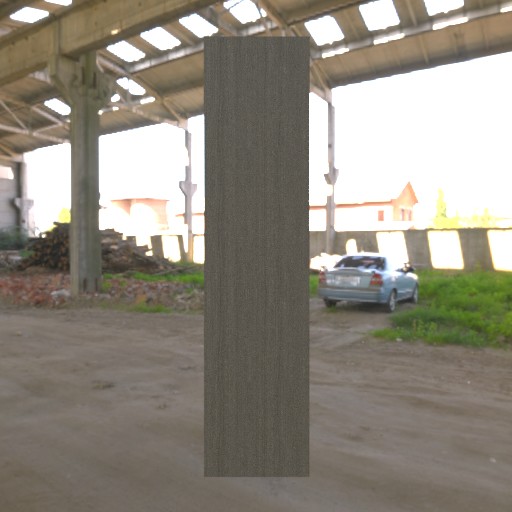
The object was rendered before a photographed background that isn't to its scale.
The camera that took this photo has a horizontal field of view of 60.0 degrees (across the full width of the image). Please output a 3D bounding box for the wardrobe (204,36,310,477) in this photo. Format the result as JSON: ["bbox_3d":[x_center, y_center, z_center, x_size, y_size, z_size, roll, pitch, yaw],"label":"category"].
[{"bbox_3d":[0.000,0.000,2.897,0.480,2.000,1.770,0,0,0],"label":"wardrobe"}]
